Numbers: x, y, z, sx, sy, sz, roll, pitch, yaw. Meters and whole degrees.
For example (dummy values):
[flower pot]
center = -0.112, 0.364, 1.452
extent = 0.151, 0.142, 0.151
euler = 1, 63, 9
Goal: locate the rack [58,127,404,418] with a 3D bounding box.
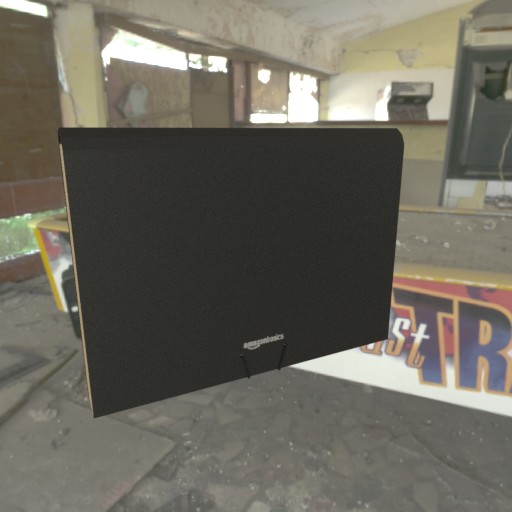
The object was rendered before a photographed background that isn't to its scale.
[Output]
[rack]
center = 0.000, 0.000, 0.434
extent = 0.330, 0.241, 0.041
euler = -8, 18, -26
